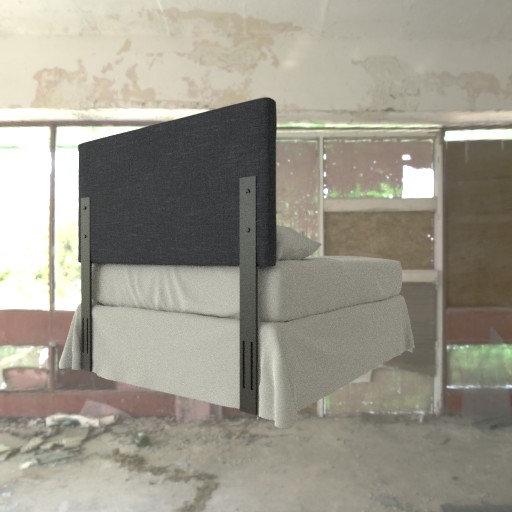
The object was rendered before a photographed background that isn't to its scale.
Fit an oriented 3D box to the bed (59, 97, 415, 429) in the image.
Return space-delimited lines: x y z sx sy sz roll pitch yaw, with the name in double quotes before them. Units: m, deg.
"bed" 0.000 0.000 3.459 1.936 1.577 2.222 0 0 36
